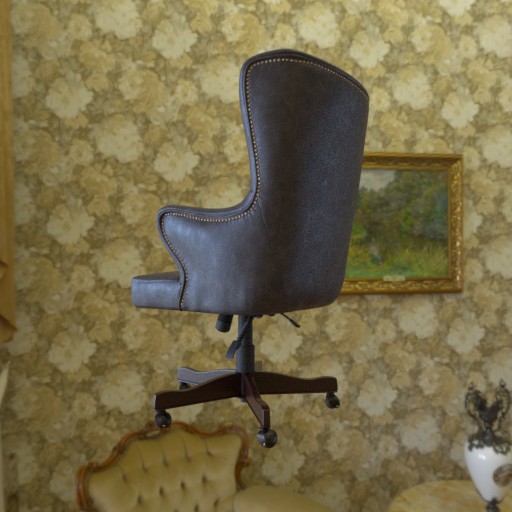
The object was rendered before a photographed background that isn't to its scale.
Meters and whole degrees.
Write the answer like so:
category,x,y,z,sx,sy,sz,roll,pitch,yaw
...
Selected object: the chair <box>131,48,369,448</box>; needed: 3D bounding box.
category,x,y,z,sx,sy,sz,roll,pitch,yaw
chair,0.000,0.000,1.466,0.717,1.037,0.594,-1,-1,36
